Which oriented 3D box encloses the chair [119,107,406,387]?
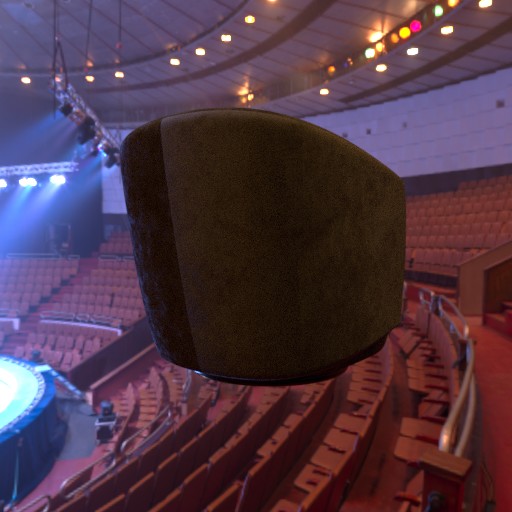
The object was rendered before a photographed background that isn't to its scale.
[{"bbox_3d":[0.000,0.000,1.372,0.773,0.698,0.767,0,0,37],"label":"chair"}]
